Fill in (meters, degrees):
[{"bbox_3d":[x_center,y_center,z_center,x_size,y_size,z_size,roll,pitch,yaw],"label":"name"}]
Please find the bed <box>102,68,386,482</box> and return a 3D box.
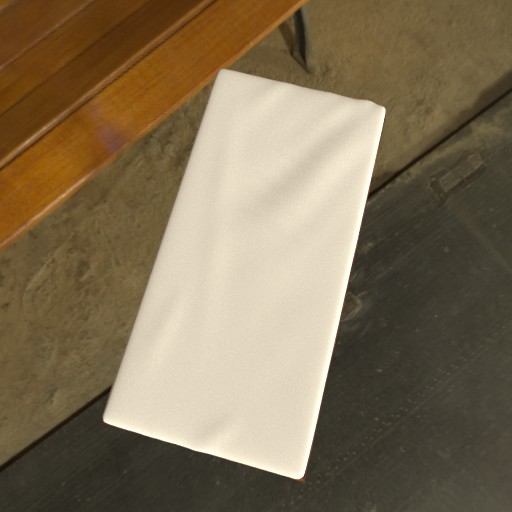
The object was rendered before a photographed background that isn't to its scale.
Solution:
[{"bbox_3d":[0.000,0.000,2.182,0.940,0.312,1.860,15,77,4],"label":"bed"}]
